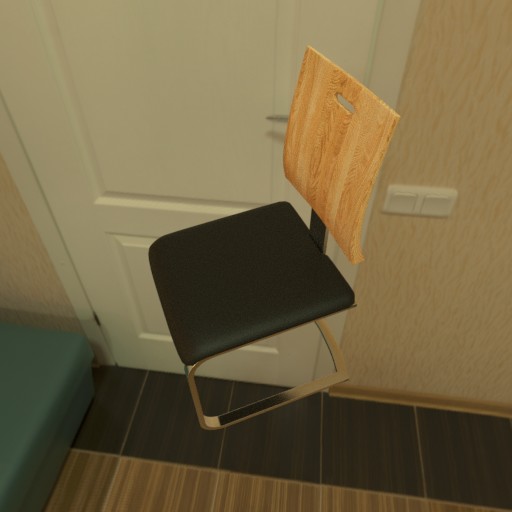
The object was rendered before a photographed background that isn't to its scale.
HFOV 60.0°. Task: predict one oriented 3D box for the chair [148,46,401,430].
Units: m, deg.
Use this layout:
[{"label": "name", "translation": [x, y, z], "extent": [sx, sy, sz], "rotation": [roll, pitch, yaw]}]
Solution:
[{"label": "chair", "translation": [0.000, 0.000, 1.227], "extent": [0.560, 0.936, 0.462], "rotation": [-16, 47, -15]}]
